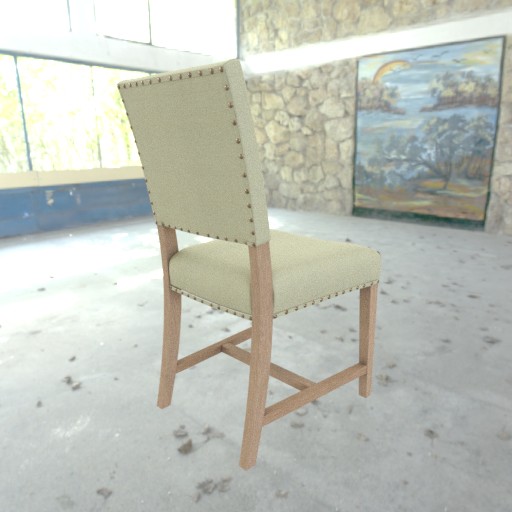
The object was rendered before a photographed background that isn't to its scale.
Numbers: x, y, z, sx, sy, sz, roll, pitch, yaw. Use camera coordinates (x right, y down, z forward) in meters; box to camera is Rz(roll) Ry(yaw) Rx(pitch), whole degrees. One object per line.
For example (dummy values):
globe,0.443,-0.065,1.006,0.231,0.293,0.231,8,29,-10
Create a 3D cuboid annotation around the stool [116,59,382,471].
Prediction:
stool,0.000,0.000,1.334,0.508,0.986,0.623,14,20,43
